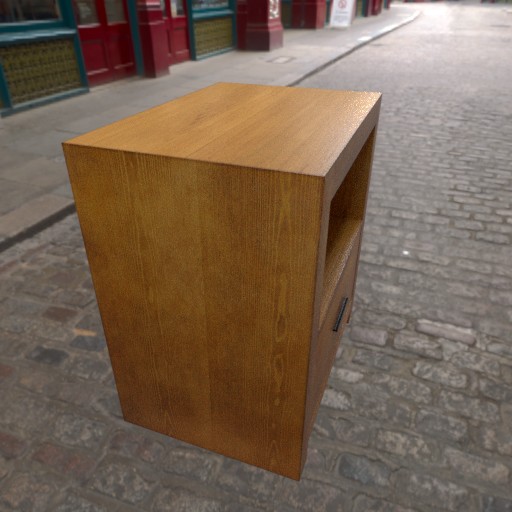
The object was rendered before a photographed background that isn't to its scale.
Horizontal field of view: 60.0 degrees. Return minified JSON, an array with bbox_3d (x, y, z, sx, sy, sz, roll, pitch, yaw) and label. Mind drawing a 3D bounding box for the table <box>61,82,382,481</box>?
[{"bbox_3d":[0.000,0.000,0.961,0.400,0.605,0.550,11,32,18],"label":"table"}]
